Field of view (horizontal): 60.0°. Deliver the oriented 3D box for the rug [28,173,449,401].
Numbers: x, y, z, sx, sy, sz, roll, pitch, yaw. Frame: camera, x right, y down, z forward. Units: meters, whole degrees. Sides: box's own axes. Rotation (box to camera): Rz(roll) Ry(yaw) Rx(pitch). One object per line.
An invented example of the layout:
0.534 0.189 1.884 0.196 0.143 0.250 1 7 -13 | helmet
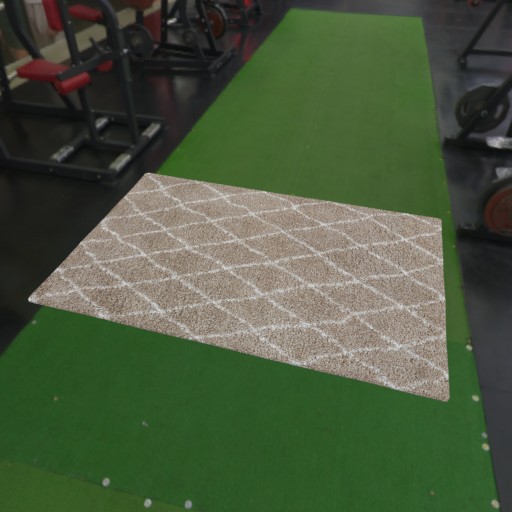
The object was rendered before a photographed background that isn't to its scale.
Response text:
0.000 0.000 3.385 2.743 0.030 1.778 11 42 12 | rug
